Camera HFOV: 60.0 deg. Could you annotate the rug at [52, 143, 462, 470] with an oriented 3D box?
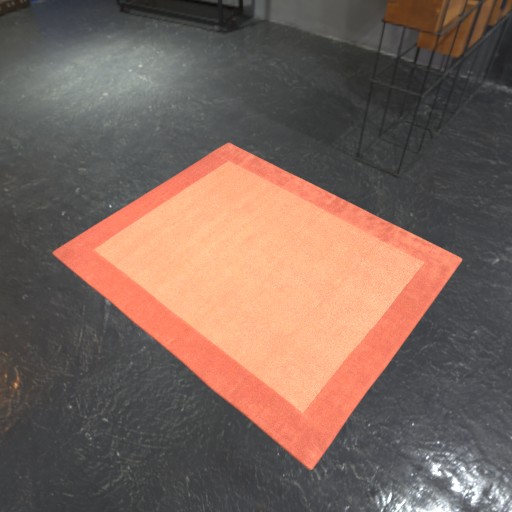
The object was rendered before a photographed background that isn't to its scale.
[{"bbox_3d":[0.000,0.000,4.125,2.976,0.018,2.430,32,55,26],"label":"rug"}]
